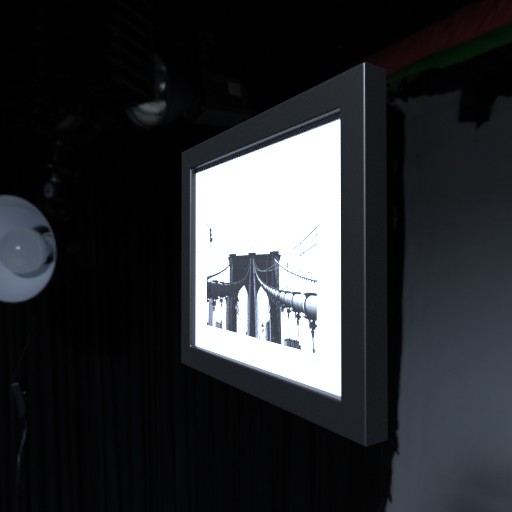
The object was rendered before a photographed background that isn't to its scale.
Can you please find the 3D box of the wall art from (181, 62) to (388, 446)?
[{"bbox_3d":[0.000,0.000,0.545,0.028,0.330,0.380,1,-1,-34],"label":"wall art"}]
